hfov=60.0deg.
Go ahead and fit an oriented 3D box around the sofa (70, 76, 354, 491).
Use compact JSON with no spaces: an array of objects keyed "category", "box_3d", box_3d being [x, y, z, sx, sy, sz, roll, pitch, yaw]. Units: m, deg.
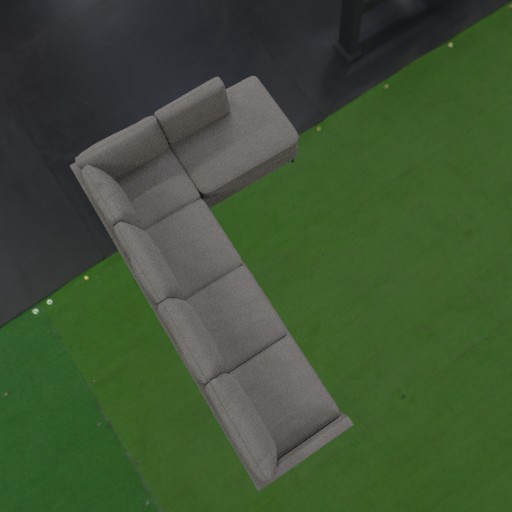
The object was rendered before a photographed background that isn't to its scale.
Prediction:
[{"category":"sofa","box_3d":[0.000,0.000,4.177,2.077,0.964,3.331,-32,77,-8]}]
